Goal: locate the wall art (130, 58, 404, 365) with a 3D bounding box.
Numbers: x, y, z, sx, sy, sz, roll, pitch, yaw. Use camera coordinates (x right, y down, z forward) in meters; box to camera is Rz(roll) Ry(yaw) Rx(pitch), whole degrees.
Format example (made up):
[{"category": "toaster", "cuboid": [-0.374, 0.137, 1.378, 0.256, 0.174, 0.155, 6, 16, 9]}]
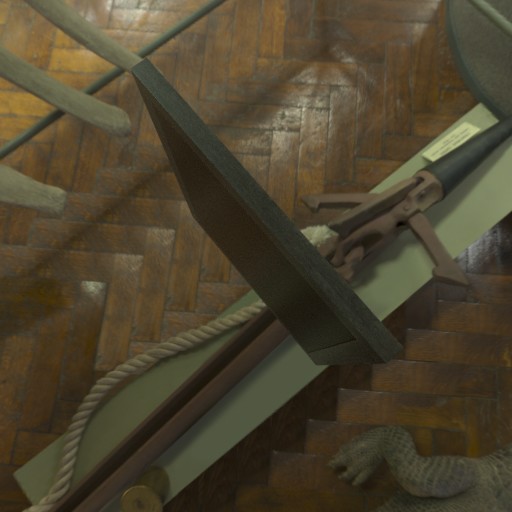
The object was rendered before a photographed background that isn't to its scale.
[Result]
[{"category": "wall art", "cuboid": [0.000, 0.000, 0.810, 0.027, 0.580, 0.479, -39, 79, -9]}]
